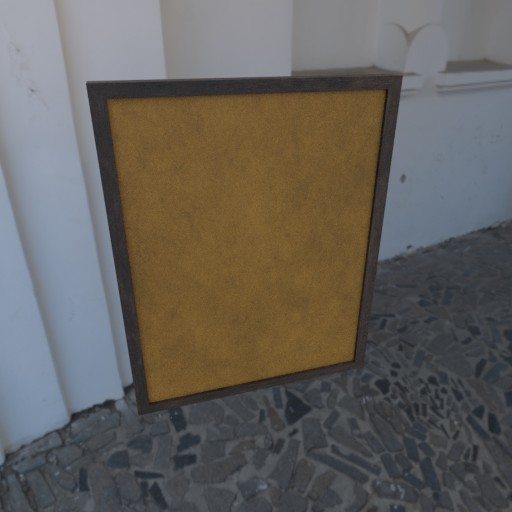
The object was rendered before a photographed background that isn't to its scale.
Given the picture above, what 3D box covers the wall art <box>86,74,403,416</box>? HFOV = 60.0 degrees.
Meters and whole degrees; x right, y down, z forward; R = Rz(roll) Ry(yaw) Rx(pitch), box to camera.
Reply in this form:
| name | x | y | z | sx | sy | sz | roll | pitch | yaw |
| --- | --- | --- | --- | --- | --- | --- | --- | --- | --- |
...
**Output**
| name | x | y | z | sx | sy | sz | roll | pitch | yaw |
| --- | --- | --- | --- | --- | --- | --- | --- | --- | --- |
| wall art | 0.000 | 0.000 | 0.543 | 0.329 | 0.406 | 0.027 | -8 | 27 | -15 |
